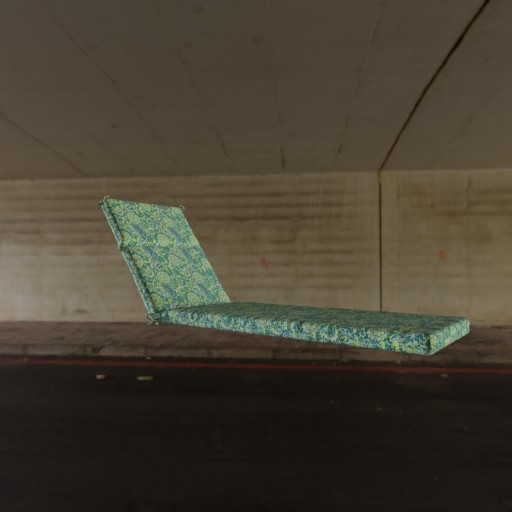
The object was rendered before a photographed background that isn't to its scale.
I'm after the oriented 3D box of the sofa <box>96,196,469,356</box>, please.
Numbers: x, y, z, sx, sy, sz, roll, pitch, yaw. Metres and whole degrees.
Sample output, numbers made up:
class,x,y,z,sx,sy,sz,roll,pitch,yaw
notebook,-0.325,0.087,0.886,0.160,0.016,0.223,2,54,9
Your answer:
class,x,y,z,sx,sy,sz,roll,pitch,yaw
sofa,0.000,0.000,1.985,1.663,0.622,0.582,-1,-1,37
